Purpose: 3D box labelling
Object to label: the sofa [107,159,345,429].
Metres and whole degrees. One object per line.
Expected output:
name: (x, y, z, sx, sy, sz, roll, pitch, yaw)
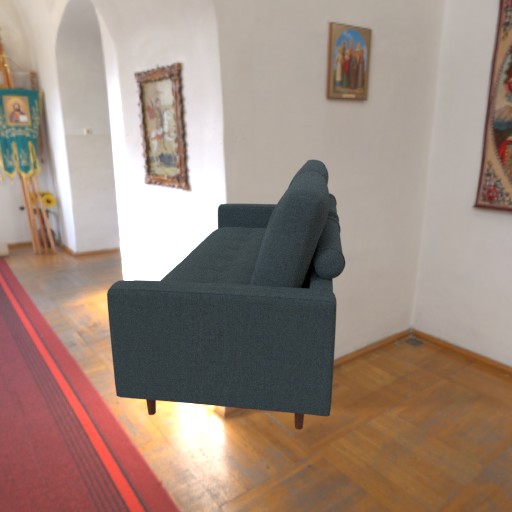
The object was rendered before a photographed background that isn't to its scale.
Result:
sofa: (0.000, 0.000, 2.655, 0.966, 1.050, 2.010, 2, 16, 8)
